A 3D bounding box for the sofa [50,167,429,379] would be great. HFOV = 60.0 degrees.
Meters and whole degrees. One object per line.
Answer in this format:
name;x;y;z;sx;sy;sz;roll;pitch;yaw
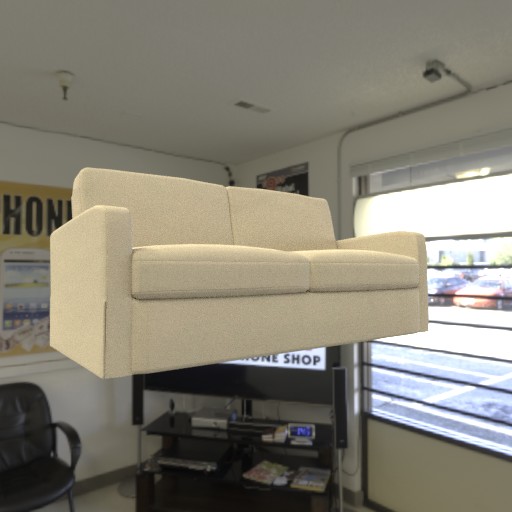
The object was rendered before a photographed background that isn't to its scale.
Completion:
sofa;0.000;0.000;2.276;1.808;0.831;0.894;1;-2;-36
